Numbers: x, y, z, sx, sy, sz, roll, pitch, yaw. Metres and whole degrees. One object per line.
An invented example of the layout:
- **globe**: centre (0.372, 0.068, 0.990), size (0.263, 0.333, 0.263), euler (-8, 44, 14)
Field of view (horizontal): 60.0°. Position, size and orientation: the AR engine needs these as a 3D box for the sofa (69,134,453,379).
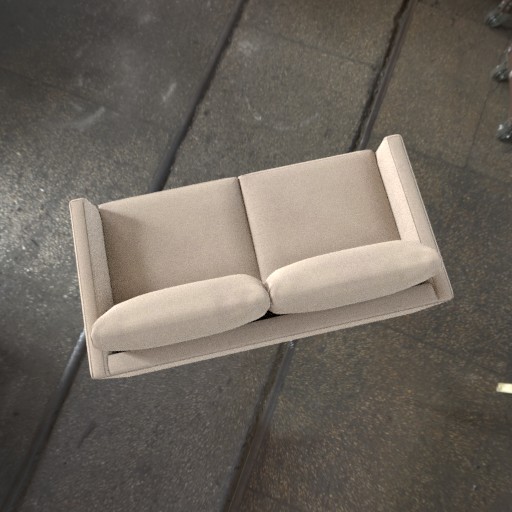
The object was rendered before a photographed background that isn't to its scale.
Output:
- **sofa**: centre (0.000, 0.000, 2.255), size (1.682, 0.840, 0.875), euler (-12, 76, -3)
